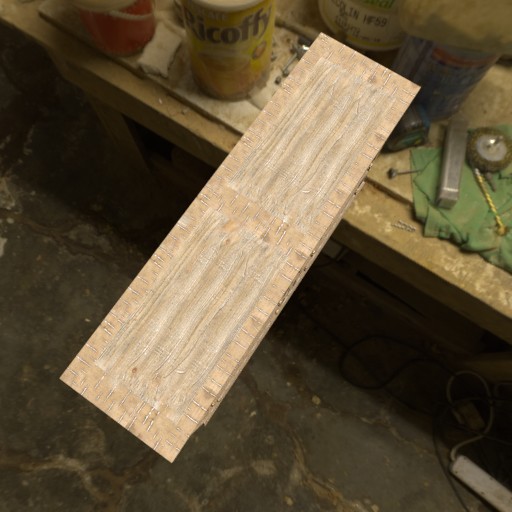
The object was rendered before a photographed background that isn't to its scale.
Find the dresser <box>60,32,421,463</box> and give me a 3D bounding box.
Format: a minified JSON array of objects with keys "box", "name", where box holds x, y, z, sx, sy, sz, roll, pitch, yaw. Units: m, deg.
[{"box":[0.000,0.000,2.079,0.457,1.016,1.626,33,78,8],"name":"dresser"}]
